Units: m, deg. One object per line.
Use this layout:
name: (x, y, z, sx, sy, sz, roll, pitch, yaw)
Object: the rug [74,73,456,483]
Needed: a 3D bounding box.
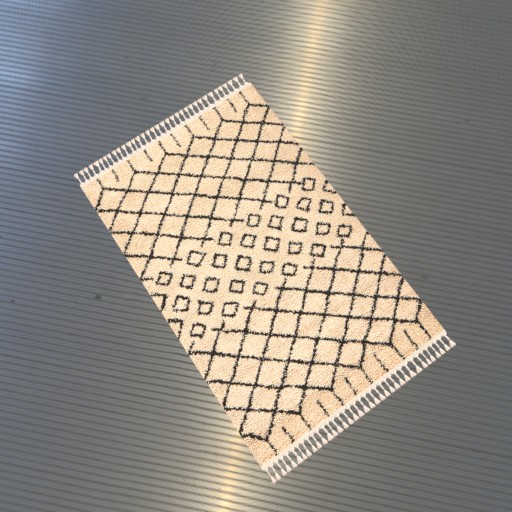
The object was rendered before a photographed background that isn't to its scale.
rug: (0.000, 0.000, 2.463, 1.196, 0.008, 2.006, -34, 79, -8)
